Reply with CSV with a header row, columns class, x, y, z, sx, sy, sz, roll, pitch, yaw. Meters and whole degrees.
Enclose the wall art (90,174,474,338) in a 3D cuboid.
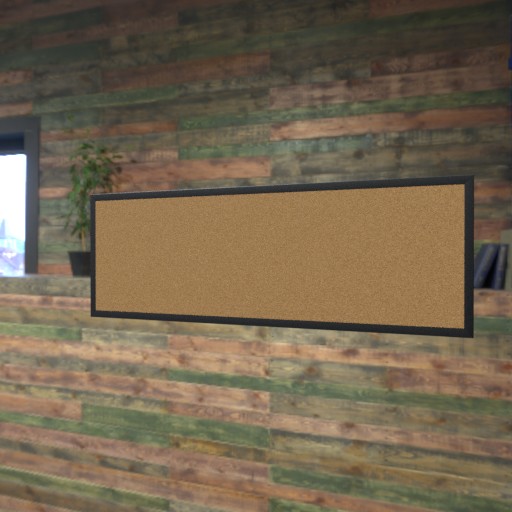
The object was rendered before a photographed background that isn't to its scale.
class,x,y,z,sx,sy,sz,roll,pitch,yaw
wall art,0.000,0.000,1.772,1.572,0.554,0.041,0,0,19
